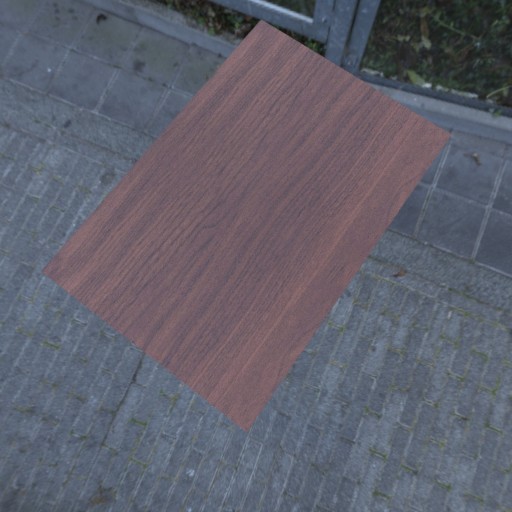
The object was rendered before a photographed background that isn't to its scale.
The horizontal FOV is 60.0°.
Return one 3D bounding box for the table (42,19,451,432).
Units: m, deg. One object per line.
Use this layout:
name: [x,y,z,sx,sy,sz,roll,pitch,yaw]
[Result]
table: [0.000,0.000,1.070,0.406,0.711,0.589,35,78,9]
